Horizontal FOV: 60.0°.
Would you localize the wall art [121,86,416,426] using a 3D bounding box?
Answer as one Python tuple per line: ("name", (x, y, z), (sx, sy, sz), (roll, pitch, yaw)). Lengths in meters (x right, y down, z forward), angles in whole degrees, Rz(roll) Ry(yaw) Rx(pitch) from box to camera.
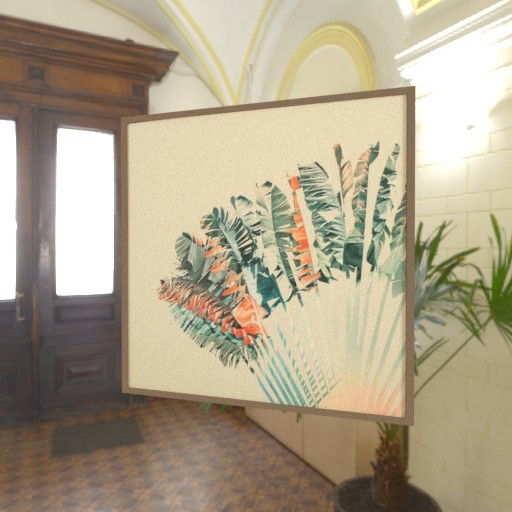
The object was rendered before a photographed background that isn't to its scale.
("wall art", (0.000, 0.000, 0.755), (0.508, 0.506, 0.038), (0, 1, 18))
